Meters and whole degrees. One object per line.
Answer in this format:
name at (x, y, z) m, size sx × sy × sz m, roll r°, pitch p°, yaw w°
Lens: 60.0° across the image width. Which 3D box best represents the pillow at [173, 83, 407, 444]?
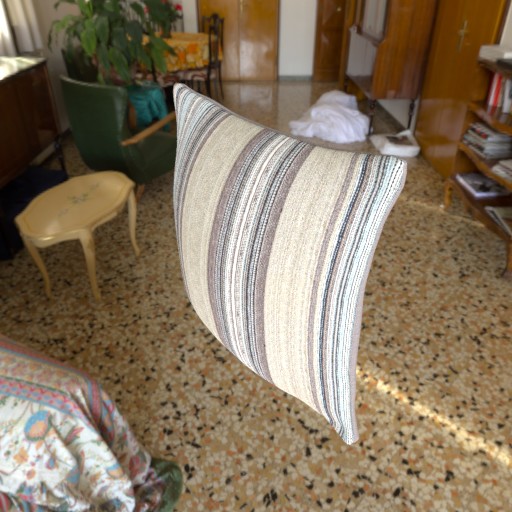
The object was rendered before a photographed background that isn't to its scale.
pillow at (0.000, 0.000, 0.648) m, size 0.189 × 0.416 × 0.435 m, roll -22°, pitch 39°, yaw -30°
